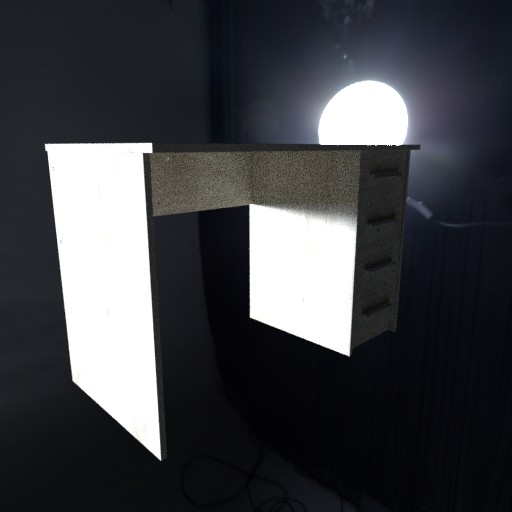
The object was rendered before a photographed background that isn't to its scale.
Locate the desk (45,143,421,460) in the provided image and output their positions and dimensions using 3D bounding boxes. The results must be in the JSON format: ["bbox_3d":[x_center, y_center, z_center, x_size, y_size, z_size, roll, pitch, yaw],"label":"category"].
[{"bbox_3d":[0.000,0.000,1.495,1.096,0.730,0.560,-13,19,-42],"label":"desk"}]
